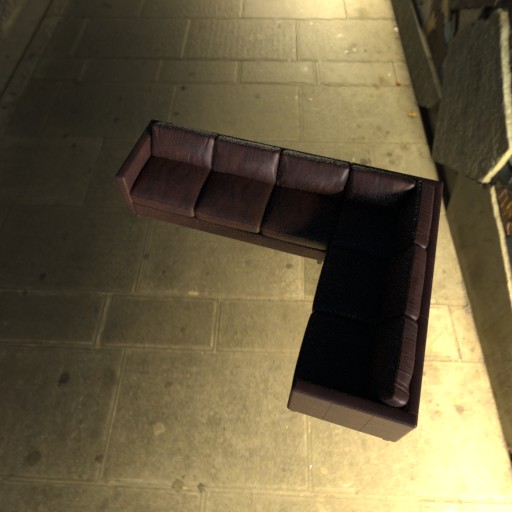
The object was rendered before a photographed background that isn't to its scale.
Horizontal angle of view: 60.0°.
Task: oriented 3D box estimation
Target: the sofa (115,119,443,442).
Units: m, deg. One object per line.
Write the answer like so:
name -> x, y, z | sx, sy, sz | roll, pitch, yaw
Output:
sofa -> 0.000, 0.000, 4.244 | 3.152, 0.836, 2.438 | 15, 59, 9
